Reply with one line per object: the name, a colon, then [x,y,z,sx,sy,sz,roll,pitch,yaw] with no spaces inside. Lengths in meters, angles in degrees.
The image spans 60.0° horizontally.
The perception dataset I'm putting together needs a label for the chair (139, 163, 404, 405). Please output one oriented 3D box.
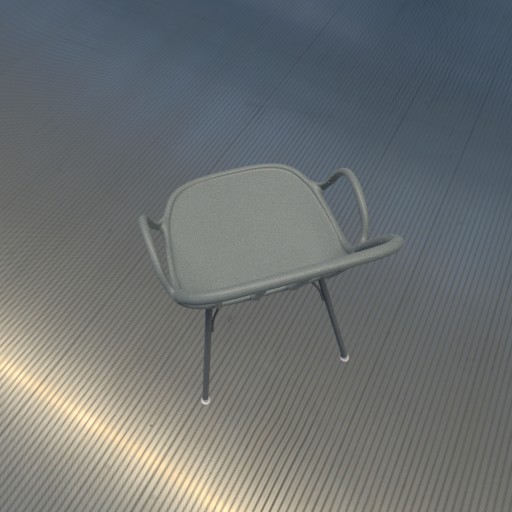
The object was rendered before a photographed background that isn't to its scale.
chair: [0.000,0.000,1.233,0.549,0.816,0.597,-15,60,-9]
